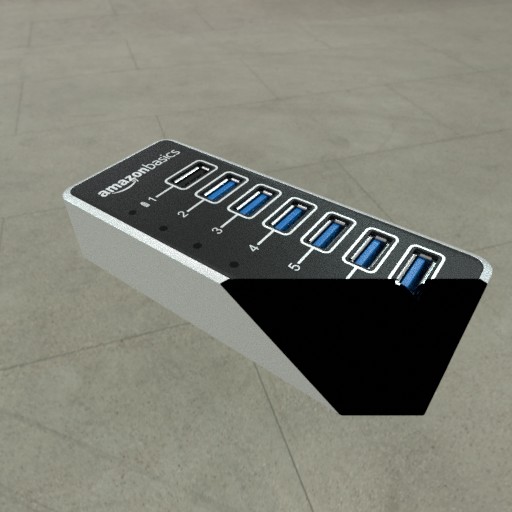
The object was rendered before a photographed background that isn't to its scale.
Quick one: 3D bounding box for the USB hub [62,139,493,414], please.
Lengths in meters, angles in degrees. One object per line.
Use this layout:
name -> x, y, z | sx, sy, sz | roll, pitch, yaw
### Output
USB hub -> 0.000, 0.000, 0.123 | 0.110, 0.023, 0.044 | 26, 48, 26
